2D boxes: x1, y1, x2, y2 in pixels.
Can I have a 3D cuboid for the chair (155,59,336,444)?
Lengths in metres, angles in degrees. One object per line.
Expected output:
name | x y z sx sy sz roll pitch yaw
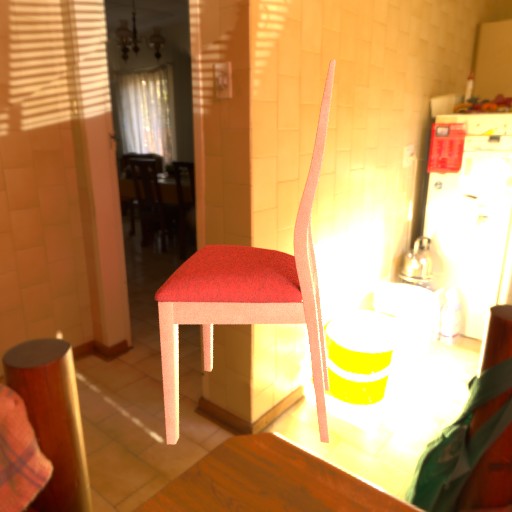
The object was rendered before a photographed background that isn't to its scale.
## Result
chair | 0.000 0.000 1.312 0.474 1.027 0.460 2 16 9
